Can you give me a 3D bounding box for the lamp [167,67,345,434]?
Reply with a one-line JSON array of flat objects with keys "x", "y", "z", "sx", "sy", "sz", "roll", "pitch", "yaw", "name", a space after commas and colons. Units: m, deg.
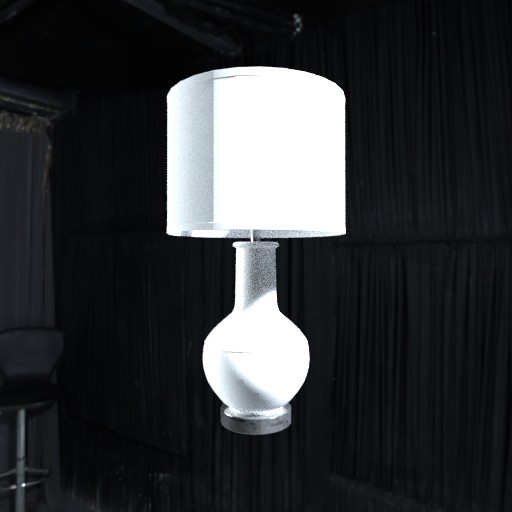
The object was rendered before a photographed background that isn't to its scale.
[{"x": 0.000, "y": 0.000, "z": 0.905, "sx": 0.357, "sy": 0.673, "sz": 0.357, "roll": 0, "pitch": 0, "yaw": 36, "name": "lamp"}]
